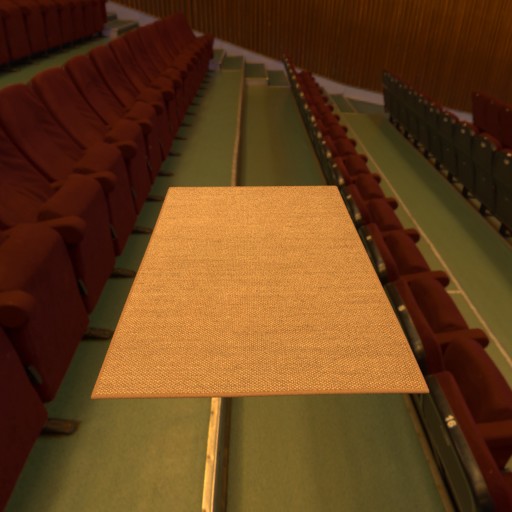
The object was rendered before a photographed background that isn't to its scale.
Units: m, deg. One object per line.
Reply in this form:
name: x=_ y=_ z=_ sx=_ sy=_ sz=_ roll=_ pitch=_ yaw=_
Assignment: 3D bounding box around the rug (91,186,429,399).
rug: x=0.000 y=0.000 z=2.086 sx=1.061 sy=0.012 sz=1.668 roll=-1 pitch=32 yaw=-1
